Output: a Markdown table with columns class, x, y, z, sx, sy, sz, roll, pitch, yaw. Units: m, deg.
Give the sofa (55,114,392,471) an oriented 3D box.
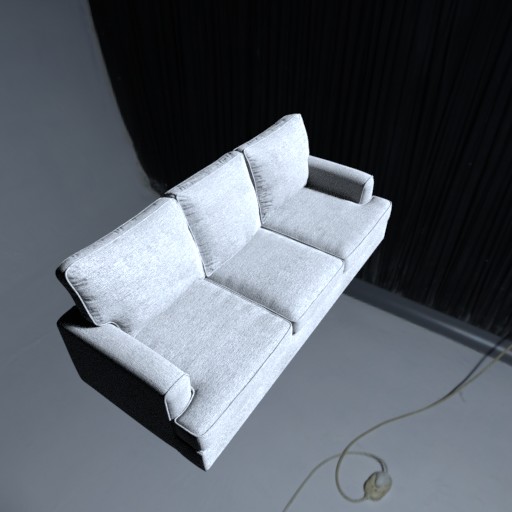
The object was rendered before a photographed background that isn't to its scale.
| class | x | y | z | sx | sy | sz | roll | pitch | yaw |
| --- | --- | --- | --- | --- | --- | --- | --- | --- | --- |
| sofa | 0.000 | 0.000 | 2.690 | 0.951 | 0.965 | 2.158 | 24 | 47 | 25 |
